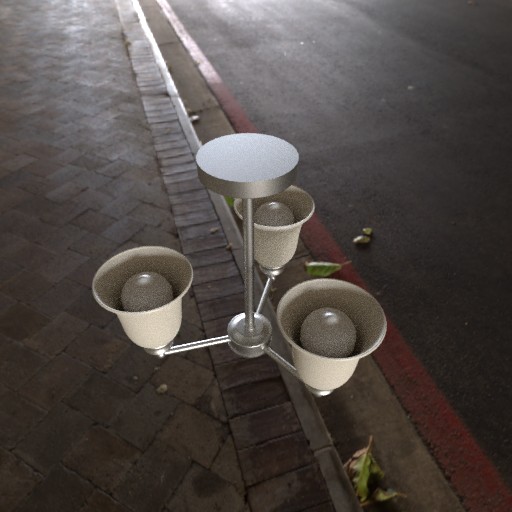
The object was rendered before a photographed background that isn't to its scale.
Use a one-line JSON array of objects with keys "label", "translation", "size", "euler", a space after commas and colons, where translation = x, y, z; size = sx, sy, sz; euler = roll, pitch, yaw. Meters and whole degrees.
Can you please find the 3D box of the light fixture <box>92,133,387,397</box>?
[{"label": "light fixture", "translation": [0.000, 0.000, 0.667], "size": [0.388, 0.370, 0.354], "euler": [10, 41, 12]}]
